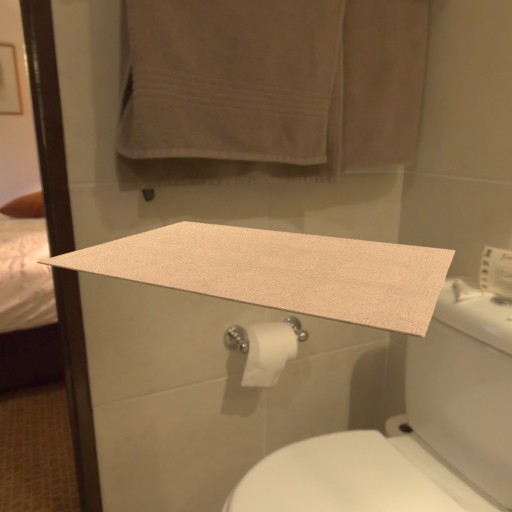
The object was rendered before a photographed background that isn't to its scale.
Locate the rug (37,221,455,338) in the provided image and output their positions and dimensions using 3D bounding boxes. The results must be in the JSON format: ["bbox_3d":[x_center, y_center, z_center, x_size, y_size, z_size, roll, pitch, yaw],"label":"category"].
[{"bbox_3d":[0.000,0.000,2.330,1.839,0.009,1.236,8,17,27],"label":"rug"}]
